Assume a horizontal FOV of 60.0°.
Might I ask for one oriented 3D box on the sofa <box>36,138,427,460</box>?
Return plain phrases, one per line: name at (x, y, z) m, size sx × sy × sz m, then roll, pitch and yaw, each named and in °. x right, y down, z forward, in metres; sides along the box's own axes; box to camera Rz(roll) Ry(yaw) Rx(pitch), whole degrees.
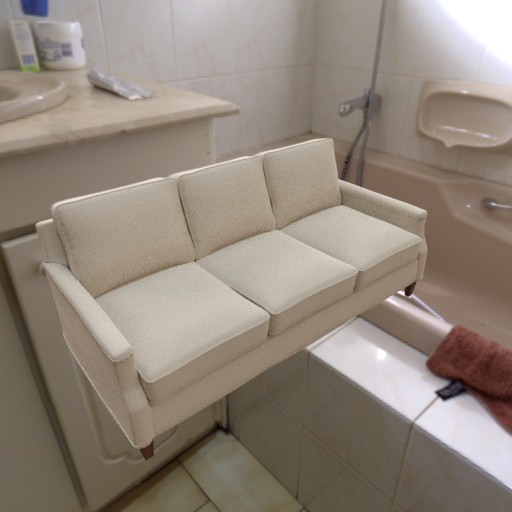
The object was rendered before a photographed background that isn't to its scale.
sofa at (0.000, 0.000, 2.747) m, size 2.246 × 1.003 × 1.084 m, roll -22°, pitch 37°, yaw -33°
